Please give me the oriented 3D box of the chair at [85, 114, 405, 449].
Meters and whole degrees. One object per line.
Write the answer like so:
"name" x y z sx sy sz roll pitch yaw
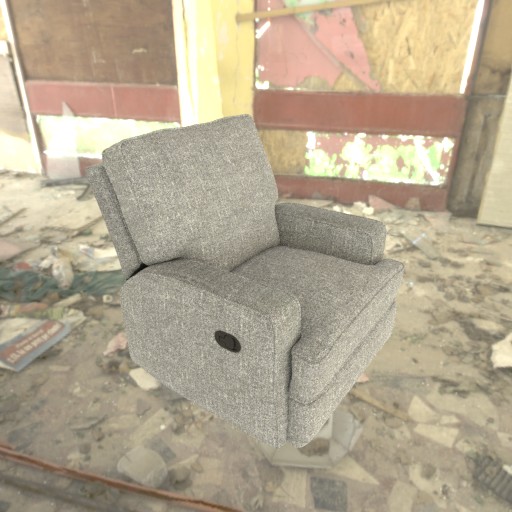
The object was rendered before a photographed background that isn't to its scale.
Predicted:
"chair" 0.000 0.000 1.730 0.964 0.962 0.861 18 32 31
